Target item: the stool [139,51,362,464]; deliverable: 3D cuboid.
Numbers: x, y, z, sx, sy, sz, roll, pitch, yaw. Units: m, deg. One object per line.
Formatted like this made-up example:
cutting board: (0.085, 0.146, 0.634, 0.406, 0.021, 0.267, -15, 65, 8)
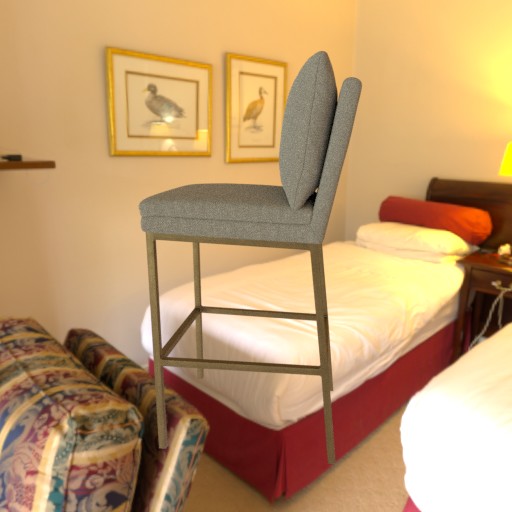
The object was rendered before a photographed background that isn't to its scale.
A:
stool: (0.000, 0.000, 1.399, 0.569, 1.132, 0.463, 2, 14, 9)
